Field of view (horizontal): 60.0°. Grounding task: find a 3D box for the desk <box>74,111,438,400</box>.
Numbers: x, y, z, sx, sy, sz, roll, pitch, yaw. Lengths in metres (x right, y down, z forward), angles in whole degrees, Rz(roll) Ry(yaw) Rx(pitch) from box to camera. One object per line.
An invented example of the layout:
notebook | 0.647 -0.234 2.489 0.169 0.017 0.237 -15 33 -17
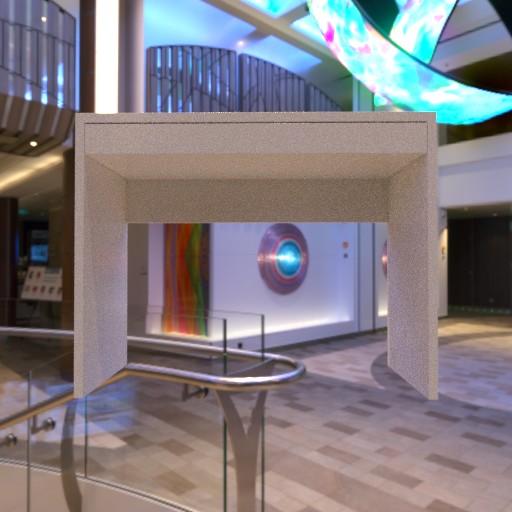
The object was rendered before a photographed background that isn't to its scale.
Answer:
desk | 0.000 0.000 1.421 1.000 0.790 0.400 0 -1 1
